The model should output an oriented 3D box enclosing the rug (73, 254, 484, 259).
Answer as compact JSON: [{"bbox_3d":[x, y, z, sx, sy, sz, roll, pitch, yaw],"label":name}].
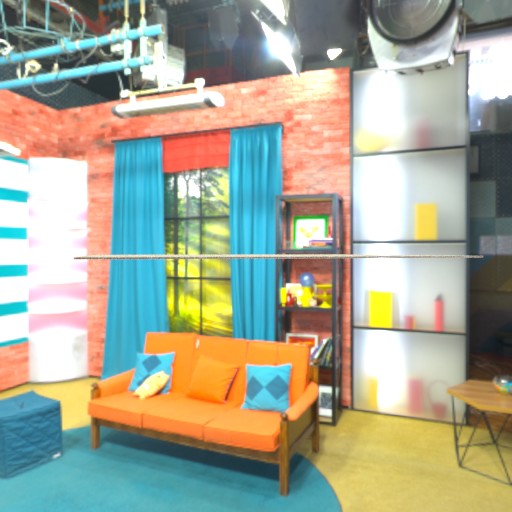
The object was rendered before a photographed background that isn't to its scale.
[{"bbox_3d":[0.000,0.000,3.998,2.894,0.013,2.286,0,1,-18],"label":"rug"}]
